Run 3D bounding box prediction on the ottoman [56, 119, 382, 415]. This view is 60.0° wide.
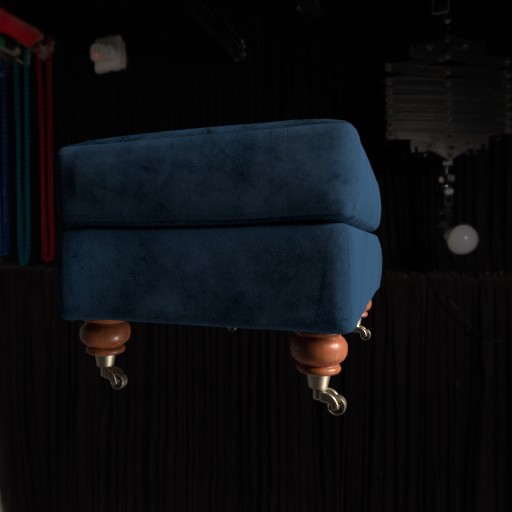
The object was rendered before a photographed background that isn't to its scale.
[{"bbox_3d":[0.000,0.000,1.094,0.572,0.503,0.773,0,1,18],"label":"ottoman"}]
